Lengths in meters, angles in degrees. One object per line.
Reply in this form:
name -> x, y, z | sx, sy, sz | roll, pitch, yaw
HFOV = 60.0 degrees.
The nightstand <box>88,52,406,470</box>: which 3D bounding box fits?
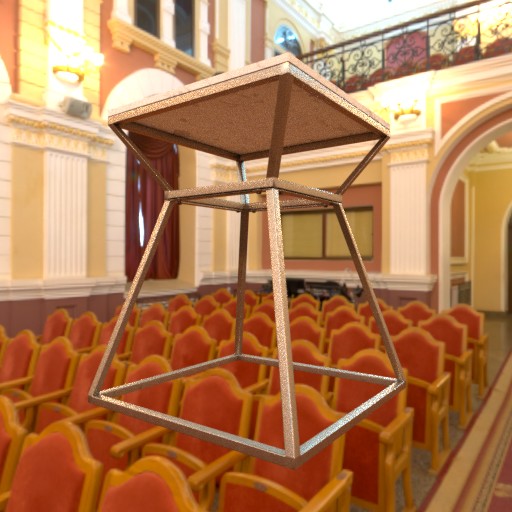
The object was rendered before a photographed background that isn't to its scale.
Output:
nightstand -> 0.000, 0.000, 0.886 | 0.455, 0.554, 0.455 | 0, 0, 36
